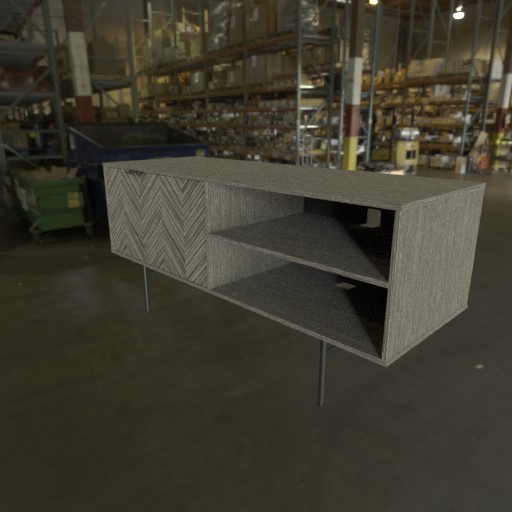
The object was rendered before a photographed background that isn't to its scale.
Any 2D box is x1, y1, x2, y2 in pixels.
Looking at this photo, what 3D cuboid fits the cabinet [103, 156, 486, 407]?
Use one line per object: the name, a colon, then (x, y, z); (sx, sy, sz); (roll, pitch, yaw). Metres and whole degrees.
cabinet: (0.000, 0.000, 1.584); (0.500, 0.599, 1.300); (-16, 23, -42)
